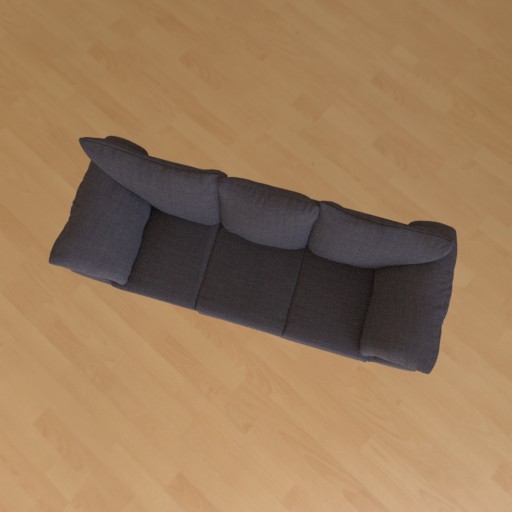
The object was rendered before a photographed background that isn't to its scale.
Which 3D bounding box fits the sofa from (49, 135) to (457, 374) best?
[{"bbox_3d":[0.000,0.000,2.844,2.336,1.080,0.883,16,76,4],"label":"sofa"}]
